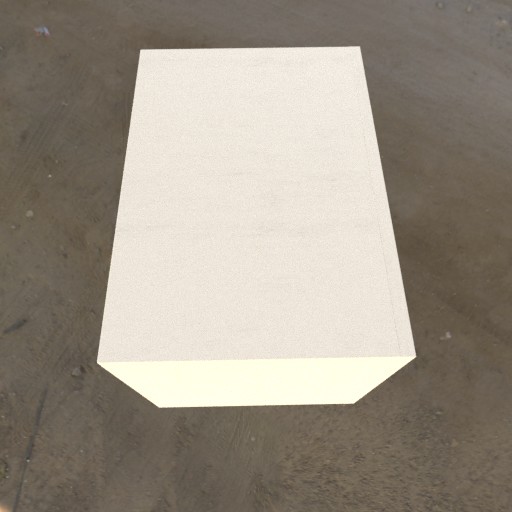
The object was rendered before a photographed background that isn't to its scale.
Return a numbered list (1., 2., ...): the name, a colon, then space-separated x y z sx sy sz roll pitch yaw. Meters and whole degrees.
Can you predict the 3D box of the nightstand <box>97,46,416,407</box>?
1. nightstand: 0.000 0.000 1.005 0.447 0.604 0.614 -1 64 -1
